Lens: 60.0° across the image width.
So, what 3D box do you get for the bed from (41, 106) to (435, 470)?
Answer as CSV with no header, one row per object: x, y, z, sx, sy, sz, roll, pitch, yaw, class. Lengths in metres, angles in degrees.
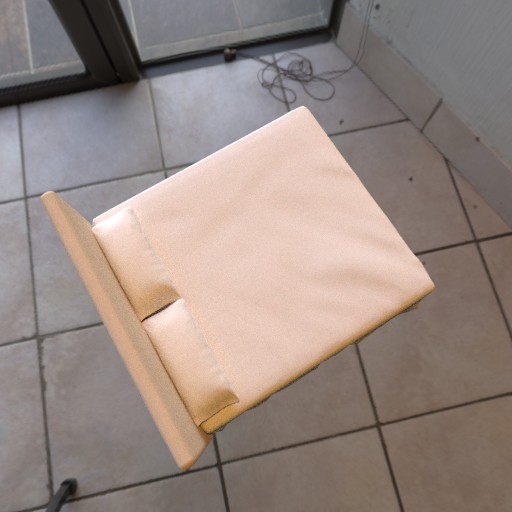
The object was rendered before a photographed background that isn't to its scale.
0.000,0.000,3.581,2.319,1.317,2.119,-30,77,-8,bed
